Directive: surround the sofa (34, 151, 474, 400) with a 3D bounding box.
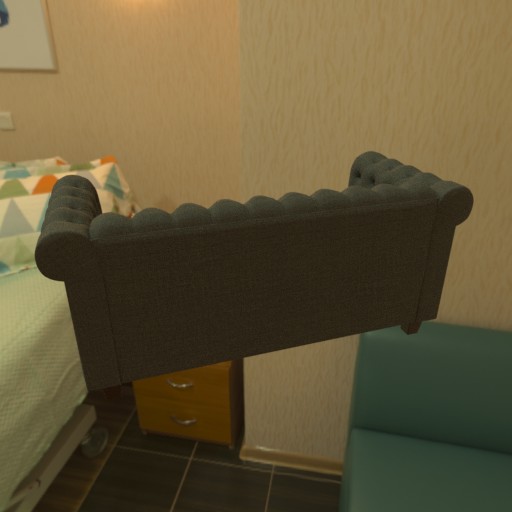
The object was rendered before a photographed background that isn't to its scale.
[{"bbox_3d":[0.000,0.000,2.177,1.798,0.797,0.783,-8,27,-16],"label":"sofa"}]
